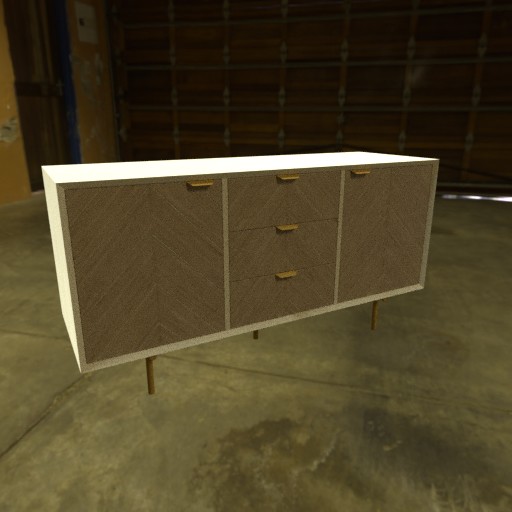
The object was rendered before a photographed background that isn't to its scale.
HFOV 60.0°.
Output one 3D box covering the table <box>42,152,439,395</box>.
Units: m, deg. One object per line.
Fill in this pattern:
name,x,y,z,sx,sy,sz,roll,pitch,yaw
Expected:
table,0.000,0.000,1.858,1.500,0.769,0.508,-9,19,-27
